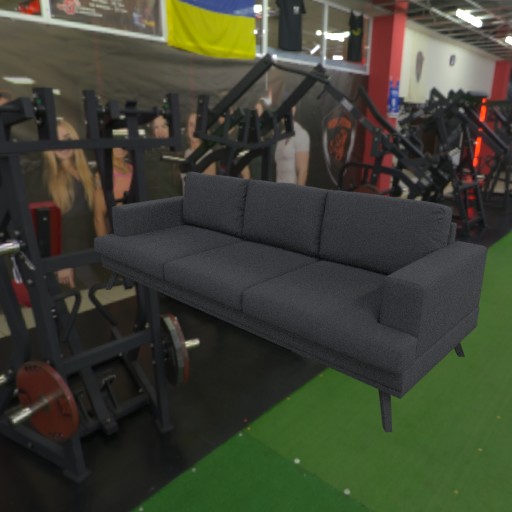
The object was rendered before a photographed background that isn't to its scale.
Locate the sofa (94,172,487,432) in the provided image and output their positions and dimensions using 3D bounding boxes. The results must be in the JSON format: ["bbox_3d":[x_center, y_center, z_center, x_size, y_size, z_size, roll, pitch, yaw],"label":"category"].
[{"bbox_3d":[0.000,0.000,2.664,2.310,0.810,0.920,16,23,41],"label":"sofa"}]
